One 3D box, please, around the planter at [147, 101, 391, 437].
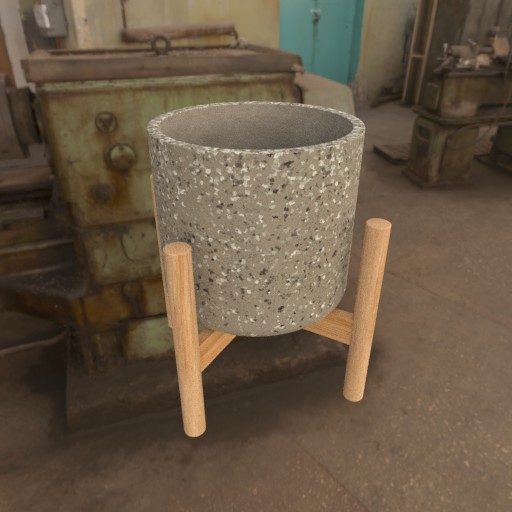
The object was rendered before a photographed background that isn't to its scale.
[{"bbox_3d":[0.000,0.000,0.539,0.284,0.320,0.284,-21,36,-32],"label":"planter"}]
